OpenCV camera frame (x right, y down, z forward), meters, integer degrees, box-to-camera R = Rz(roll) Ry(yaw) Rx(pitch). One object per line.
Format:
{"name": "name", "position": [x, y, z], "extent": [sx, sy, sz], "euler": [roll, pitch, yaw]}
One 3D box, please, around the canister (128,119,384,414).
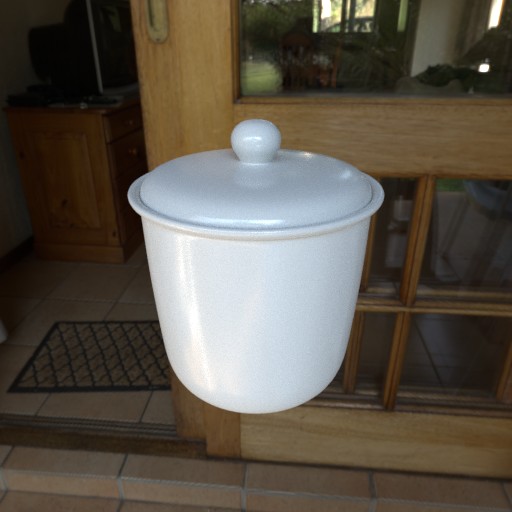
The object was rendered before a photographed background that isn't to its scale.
{"name": "canister", "position": [0.000, 0.000, 0.350], "extent": [0.182, 0.208, 0.182], "euler": [0, 26, 0]}
